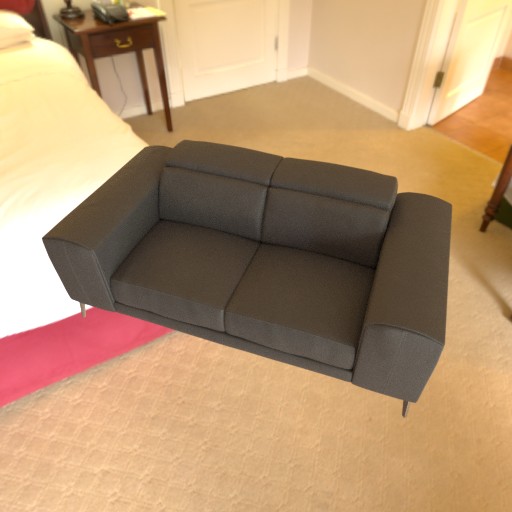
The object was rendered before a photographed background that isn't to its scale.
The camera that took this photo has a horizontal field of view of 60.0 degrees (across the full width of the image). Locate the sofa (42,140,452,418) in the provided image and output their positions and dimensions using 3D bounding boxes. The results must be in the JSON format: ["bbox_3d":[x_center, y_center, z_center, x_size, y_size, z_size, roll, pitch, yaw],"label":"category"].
[{"bbox_3d":[0.000,0.000,2.398,1.895,0.779,1.003,14,43,15],"label":"sofa"}]
